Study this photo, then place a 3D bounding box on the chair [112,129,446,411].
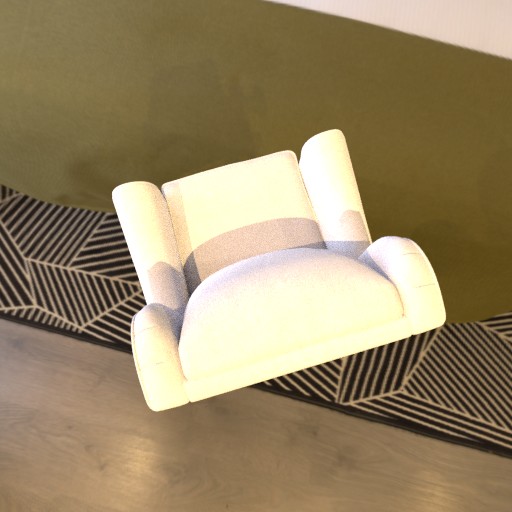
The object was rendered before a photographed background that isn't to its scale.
[{"bbox_3d":[0.000,0.000,1.643,0.906,0.967,0.854,-16,76,-4],"label":"chair"}]
